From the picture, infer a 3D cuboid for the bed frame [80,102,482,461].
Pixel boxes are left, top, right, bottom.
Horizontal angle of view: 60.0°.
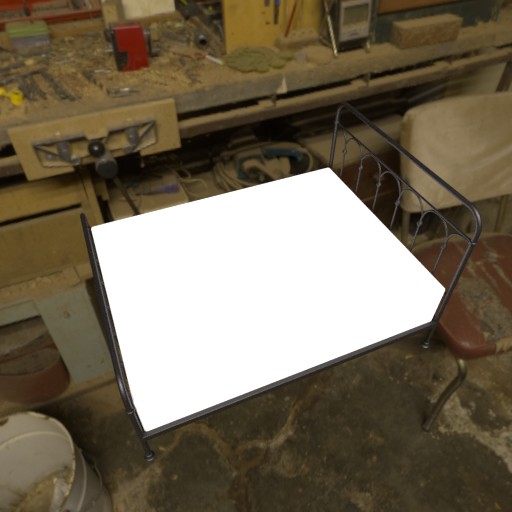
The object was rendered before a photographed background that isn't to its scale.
[{"bbox_3d":[0.000,0.000,3.168,2.203,1.276,1.664,-17,47,-16],"label":"bed frame"}]
